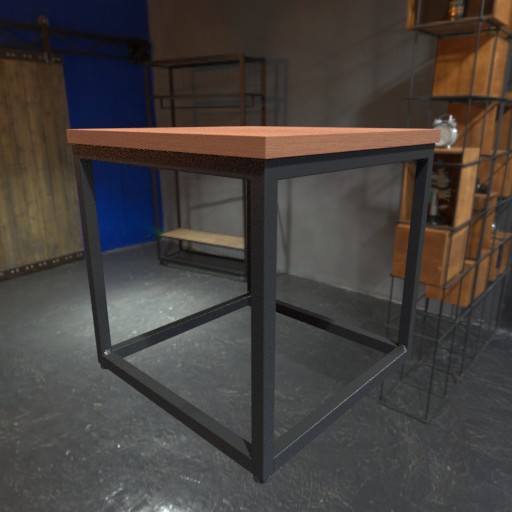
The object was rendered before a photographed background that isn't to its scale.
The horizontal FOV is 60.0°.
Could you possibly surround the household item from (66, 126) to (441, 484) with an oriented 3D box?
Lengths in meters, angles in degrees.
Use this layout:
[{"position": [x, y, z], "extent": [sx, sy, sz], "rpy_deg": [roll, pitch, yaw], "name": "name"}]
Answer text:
[{"position": [0.000, 0.000, 0.727], "extent": [0.400, 0.400, 0.400], "rpy_deg": [16, 23, 41], "name": "household item"}]
